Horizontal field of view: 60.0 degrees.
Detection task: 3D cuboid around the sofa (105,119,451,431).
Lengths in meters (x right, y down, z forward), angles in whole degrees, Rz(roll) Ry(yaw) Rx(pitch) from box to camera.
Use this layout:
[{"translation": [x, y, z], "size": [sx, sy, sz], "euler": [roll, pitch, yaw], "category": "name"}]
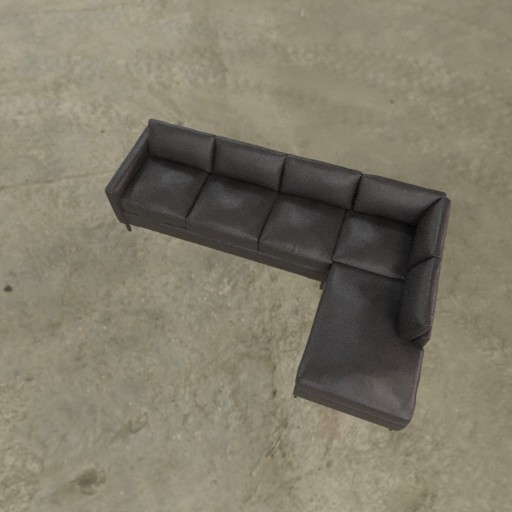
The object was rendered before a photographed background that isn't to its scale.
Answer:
[{"translation": [0.000, 0.000, 3.847], "size": [2.984, 0.877, 1.938], "euler": [17, 60, 10], "category": "sofa"}]
